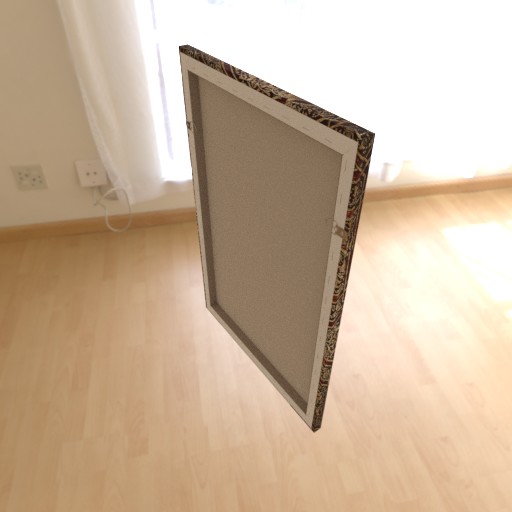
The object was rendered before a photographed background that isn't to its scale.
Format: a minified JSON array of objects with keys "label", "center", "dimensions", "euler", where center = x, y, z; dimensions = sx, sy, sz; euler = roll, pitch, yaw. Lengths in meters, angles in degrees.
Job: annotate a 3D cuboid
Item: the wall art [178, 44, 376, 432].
[{"label":"wall art","center":[0.000,0.000,0.770],"dimensions":[0.020,0.599,0.397],"euler":[-25,47,-26]}]
